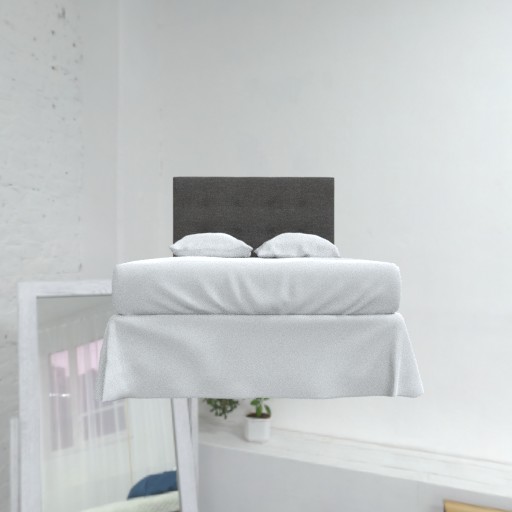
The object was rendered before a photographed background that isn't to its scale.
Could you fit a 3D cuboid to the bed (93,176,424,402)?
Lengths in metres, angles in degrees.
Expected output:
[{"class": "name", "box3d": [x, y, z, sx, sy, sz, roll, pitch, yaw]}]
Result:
[{"class": "bed", "box3d": [0.000, 0.000, 3.481, 1.936, 1.577, 2.222, 0, 0, -1]}]
